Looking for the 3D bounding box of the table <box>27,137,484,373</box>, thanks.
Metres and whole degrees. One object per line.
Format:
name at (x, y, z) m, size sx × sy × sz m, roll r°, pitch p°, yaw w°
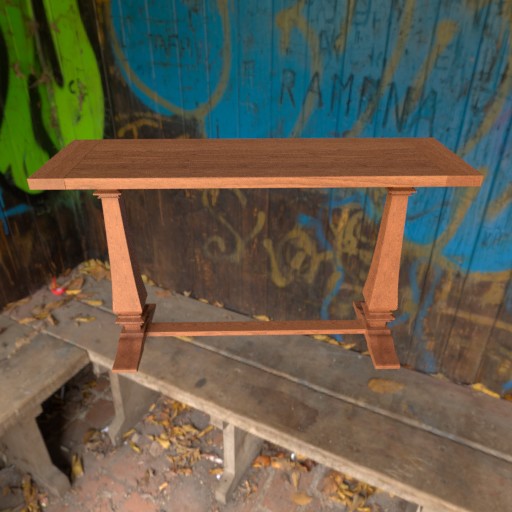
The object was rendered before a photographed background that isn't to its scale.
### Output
table at (0.000, 0.000, 1.839) m, size 1.478 × 0.852 × 0.461 m, roll -1°, pitch 30°, yaw -1°
